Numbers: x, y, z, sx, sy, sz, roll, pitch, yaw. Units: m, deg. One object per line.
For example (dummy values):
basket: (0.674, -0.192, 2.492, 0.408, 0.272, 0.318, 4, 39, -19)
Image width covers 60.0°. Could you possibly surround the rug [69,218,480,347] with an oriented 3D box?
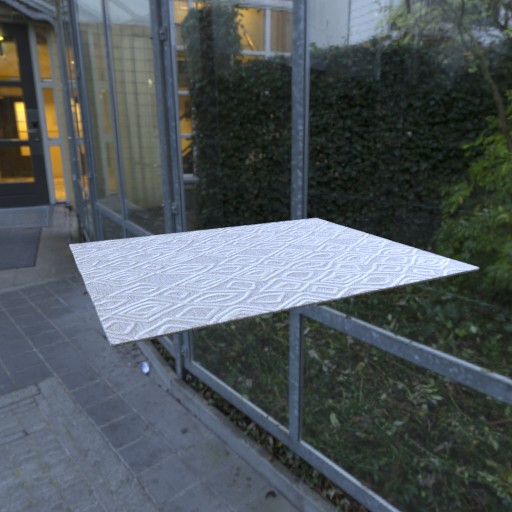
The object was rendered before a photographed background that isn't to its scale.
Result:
rug: (0.000, 0.000, 4.143, 3.049, 0.025, 2.449, -8, 18, -26)
